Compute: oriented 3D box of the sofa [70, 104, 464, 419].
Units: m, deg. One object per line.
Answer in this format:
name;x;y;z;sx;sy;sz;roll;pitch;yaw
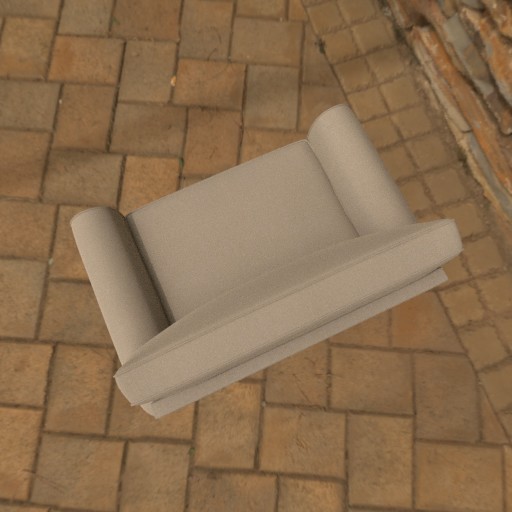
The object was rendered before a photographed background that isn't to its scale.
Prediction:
sofa;0.000;0.000;2.032;1.405;1.006;0.937;-24;77;-6
